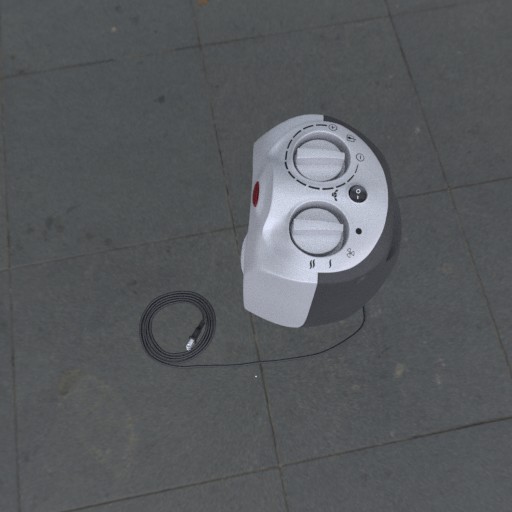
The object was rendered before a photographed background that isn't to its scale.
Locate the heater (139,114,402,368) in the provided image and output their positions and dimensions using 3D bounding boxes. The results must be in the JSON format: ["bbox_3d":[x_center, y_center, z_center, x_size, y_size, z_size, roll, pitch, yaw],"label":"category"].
[{"bbox_3d":[0.000,0.000,0.467,0.291,0.255,0.239,4,75,1],"label":"heater"}]
